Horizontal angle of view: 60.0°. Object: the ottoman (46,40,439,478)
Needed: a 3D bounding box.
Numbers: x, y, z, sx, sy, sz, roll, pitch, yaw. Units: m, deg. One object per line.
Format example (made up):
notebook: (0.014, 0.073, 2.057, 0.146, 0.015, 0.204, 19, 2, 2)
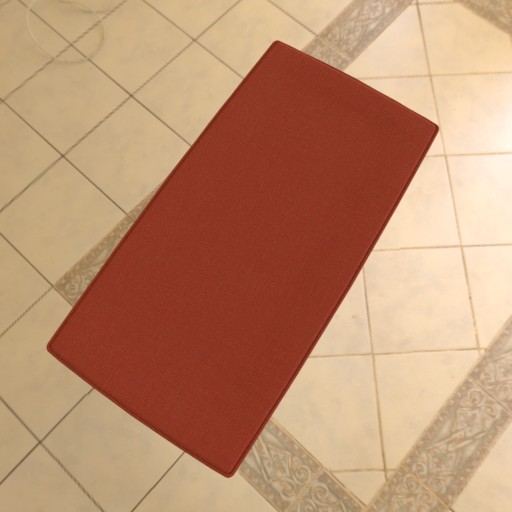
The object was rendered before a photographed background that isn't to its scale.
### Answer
ottoman: (0.000, 0.000, 1.211, 0.497, 0.454, 0.948, 32, 77, 8)
